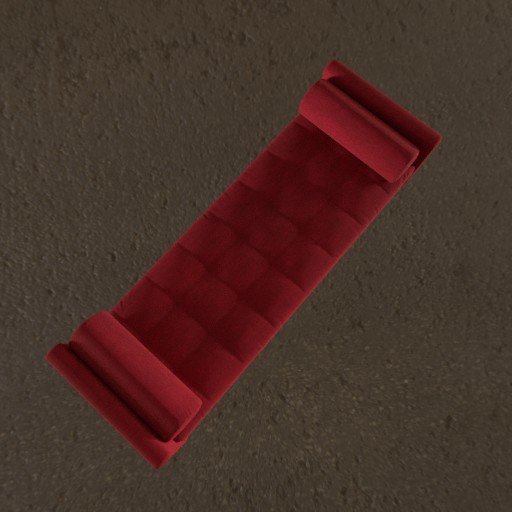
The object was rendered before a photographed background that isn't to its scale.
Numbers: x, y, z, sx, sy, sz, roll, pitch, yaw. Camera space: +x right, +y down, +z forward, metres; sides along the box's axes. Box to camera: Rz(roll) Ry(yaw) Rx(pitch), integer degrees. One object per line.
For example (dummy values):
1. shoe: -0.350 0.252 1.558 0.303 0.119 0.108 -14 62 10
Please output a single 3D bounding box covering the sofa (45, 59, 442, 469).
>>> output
1. sofa: 0.000 0.000 2.303 0.686 0.635 1.981 40 79 9
